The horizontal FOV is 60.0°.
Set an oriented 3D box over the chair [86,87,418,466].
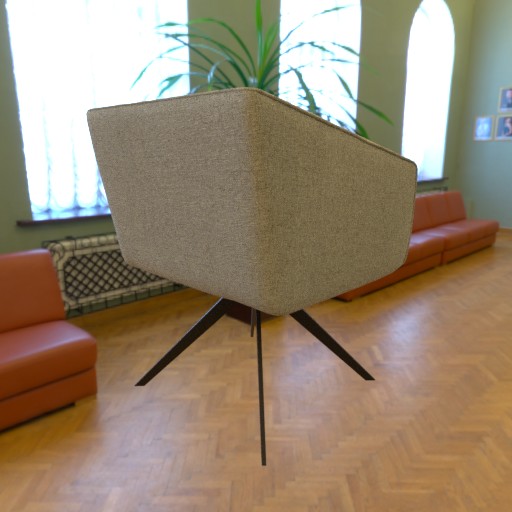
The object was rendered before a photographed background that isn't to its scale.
[{"bbox_3d":[0.000,0.000,1.207,0.628,0.760,0.623,13,19,43],"label":"chair"}]
